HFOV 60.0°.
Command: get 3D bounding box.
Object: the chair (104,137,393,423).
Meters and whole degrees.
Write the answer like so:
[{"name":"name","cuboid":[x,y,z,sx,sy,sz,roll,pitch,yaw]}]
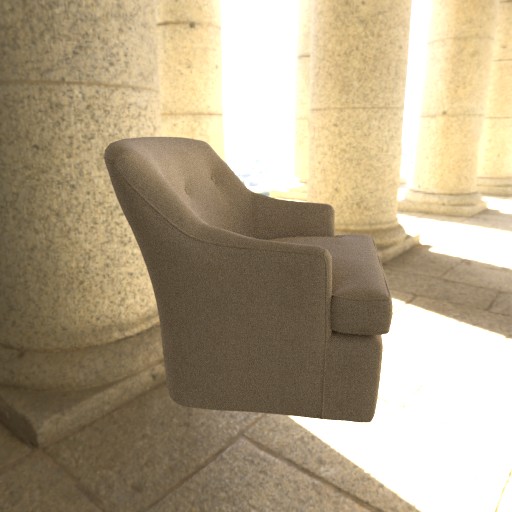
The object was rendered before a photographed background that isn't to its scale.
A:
[{"name":"chair","cuboid":[0.000,0.000,1.655,0.923,0.856,0.864,3,16,10]}]
